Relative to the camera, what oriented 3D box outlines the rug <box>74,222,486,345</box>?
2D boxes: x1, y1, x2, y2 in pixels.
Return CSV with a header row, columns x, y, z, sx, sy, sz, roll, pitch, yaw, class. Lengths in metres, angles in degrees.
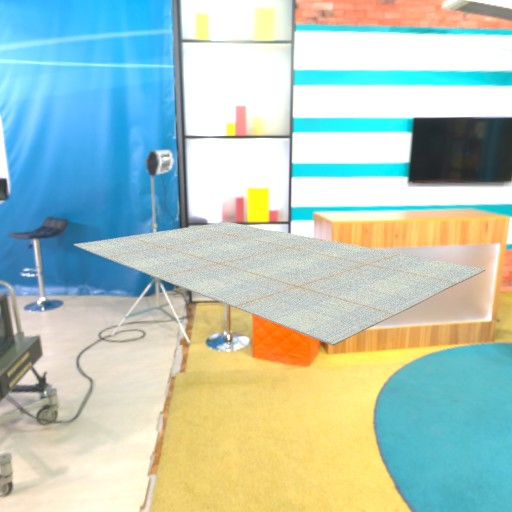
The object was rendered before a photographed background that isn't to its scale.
x,y,z,sx,sy,sz,roll,pitch,yaw,class
0.000,0.000,3.034,1.527,0.016,2.442,-13,19,-42,rug
